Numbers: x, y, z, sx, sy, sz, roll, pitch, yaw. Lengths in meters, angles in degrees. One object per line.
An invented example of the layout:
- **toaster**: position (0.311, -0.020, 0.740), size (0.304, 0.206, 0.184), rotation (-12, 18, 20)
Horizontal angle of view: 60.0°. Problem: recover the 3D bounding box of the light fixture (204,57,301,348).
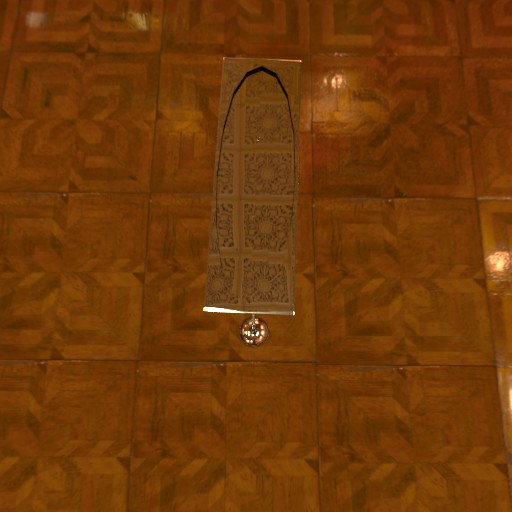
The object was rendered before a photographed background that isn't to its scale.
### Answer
- **light fixture**: position (0.000, 0.000, 1.672), size (0.188, 1.408, 0.623), rotation (3, 76, 1)
